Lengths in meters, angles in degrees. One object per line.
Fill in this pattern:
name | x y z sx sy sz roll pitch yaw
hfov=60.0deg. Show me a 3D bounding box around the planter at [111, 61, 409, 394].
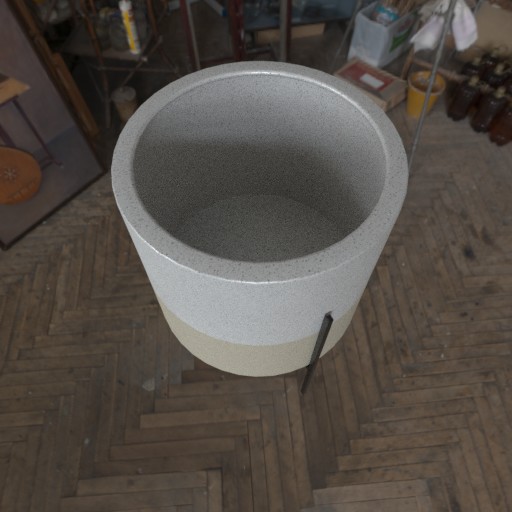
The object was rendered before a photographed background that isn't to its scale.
planter | 0.000 0.000 0.741 0.368 0.484 0.359 1 59 1
